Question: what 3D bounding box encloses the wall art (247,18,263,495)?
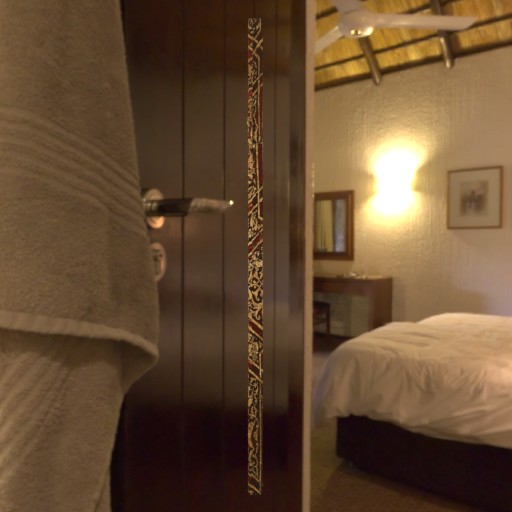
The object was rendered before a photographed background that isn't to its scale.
[{"bbox_3d":[0.000,0.000,0.755,0.020,0.599,0.397,0,1,0],"label":"wall art"}]
